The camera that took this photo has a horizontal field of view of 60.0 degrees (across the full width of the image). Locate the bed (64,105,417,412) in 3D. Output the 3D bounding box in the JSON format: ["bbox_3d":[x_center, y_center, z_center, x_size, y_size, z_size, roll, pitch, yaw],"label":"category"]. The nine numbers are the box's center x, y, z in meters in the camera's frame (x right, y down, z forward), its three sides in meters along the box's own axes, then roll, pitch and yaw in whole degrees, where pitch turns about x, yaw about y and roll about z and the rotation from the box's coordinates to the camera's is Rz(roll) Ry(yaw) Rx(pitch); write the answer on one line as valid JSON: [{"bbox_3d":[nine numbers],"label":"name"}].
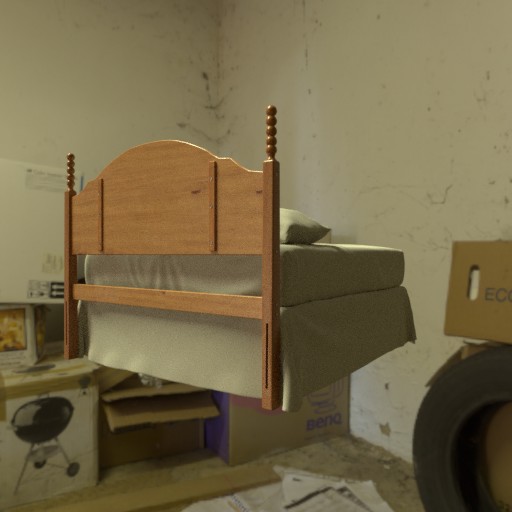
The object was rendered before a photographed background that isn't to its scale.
[{"bbox_3d":[0.000,0.000,3.249,1.873,1.356,2.040,0,0,36],"label":"bed"}]
